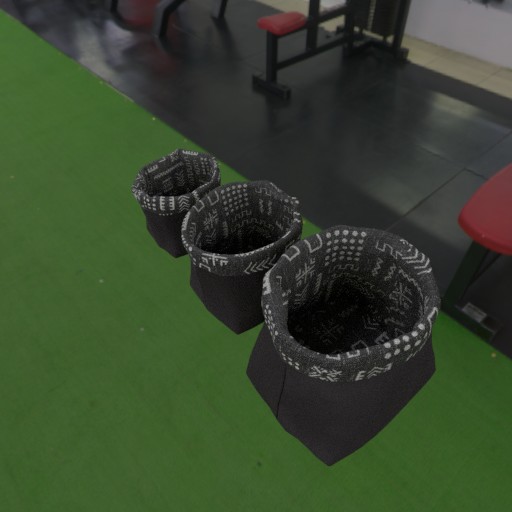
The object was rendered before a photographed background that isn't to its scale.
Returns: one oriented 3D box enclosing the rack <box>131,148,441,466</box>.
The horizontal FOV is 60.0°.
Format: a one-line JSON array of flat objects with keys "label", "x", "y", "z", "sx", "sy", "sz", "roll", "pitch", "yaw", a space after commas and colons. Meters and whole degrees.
[{"label": "rack", "x": 0.000, "y": 0.000, "z": 1.081, "sx": 0.379, "sy": 0.323, "sz": 0.905, "roll": -32, "pitch": 55, "yaw": -26}]
